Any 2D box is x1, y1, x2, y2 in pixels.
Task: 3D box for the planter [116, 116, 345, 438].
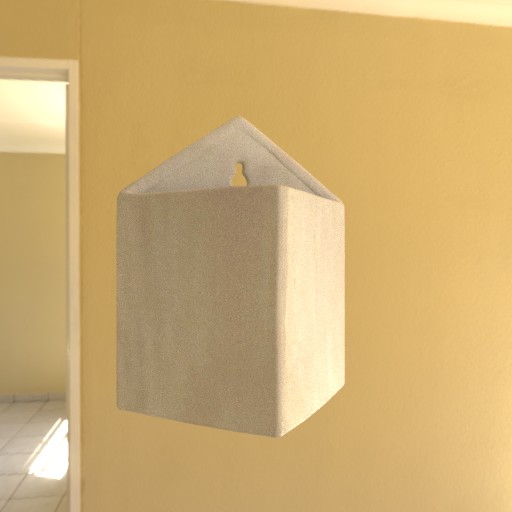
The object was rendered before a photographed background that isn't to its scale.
[{"bbox_3d":[0.000,0.000,0.273,0.163,0.194,0.080,0,0,-19],"label":"planter"}]
